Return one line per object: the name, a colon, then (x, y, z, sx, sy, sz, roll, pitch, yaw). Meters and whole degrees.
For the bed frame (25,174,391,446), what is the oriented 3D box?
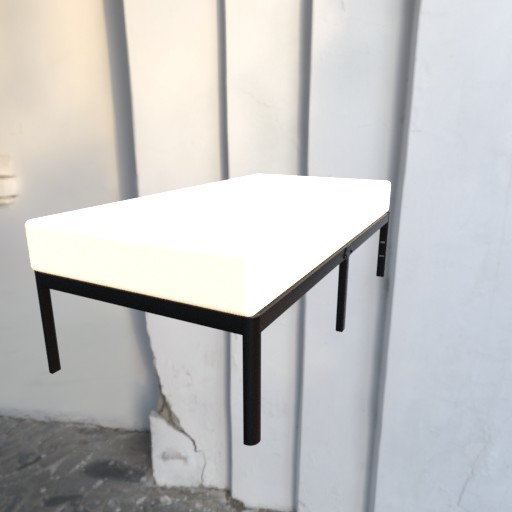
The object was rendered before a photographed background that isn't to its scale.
bed frame: (0.000, 0.000, 2.394, 1.023, 0.659, 1.950, 8, 18, 26)
